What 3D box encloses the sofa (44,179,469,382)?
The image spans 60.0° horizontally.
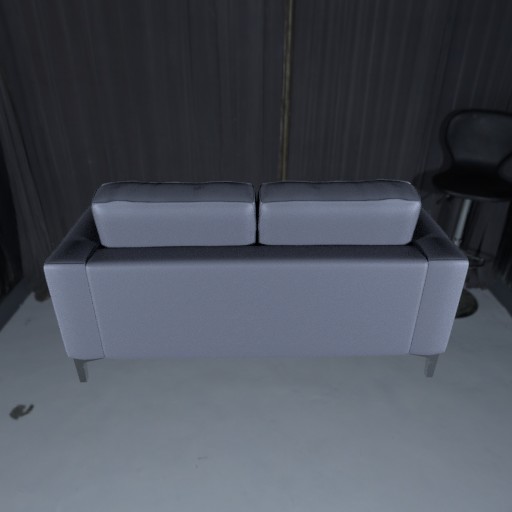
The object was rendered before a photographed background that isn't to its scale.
[{"bbox_3d":[0.000,0.000,2.183,1.726,0.893,0.833,-1,29,-1],"label":"sofa"}]
